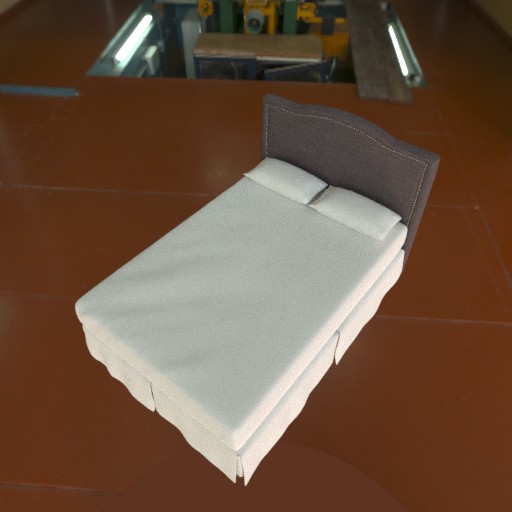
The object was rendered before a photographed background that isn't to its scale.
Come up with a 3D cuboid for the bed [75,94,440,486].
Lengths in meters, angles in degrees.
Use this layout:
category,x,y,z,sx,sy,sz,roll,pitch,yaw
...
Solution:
category,x,y,z,sx,sy,sz,roll,pitch,yaw
bed,0.000,0.000,3.525,1.741,1.441,2.507,30,53,26
